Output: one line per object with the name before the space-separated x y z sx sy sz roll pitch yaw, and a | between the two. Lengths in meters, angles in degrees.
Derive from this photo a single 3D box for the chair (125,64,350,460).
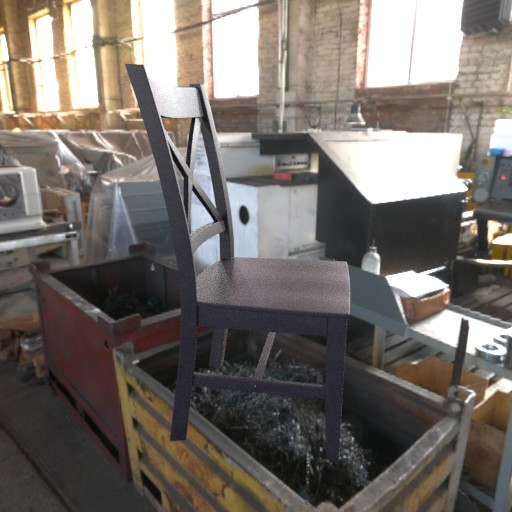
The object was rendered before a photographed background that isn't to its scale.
chair | 0.000 0.000 1.289 0.542 0.983 0.485 3 16 10
